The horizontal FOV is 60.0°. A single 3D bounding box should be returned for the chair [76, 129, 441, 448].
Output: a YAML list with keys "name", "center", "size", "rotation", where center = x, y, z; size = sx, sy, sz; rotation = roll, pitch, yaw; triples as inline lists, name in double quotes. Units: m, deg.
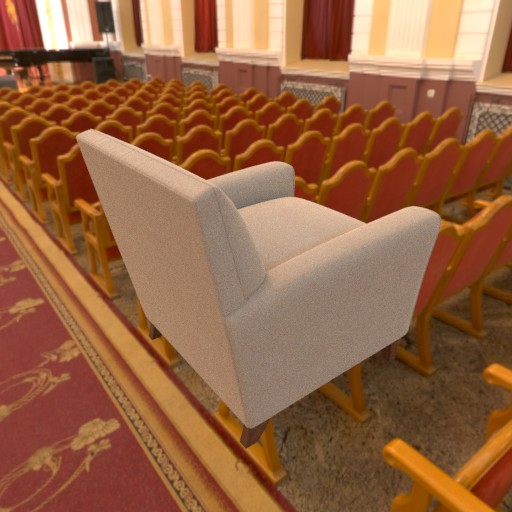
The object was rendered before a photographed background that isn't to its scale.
- name: "chair"
  center: [0.000, 0.000, 1.553]
  size: [0.871, 0.846, 0.840]
  rotation: [-18, 32, -32]
